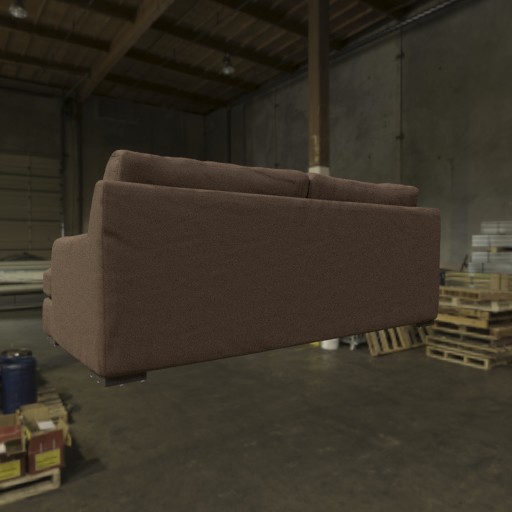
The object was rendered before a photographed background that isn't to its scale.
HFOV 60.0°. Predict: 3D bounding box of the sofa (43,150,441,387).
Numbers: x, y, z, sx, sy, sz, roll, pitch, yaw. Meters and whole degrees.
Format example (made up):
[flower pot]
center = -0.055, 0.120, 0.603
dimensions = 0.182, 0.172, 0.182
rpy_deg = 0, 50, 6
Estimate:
[sofa]
center = 0.000, 0.000, 2.747
dimensions = 2.274, 0.950, 1.140
rpy_deg = -1, 2, -36
